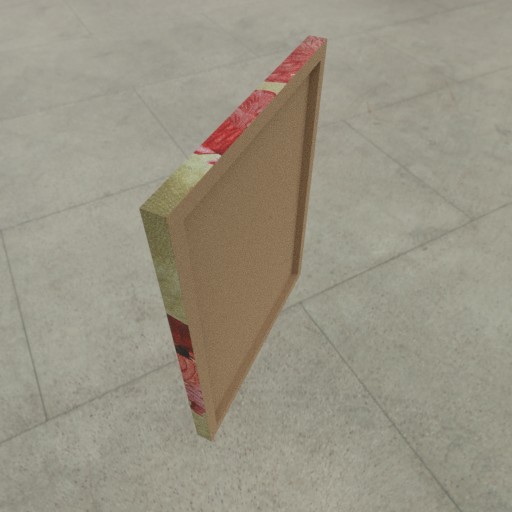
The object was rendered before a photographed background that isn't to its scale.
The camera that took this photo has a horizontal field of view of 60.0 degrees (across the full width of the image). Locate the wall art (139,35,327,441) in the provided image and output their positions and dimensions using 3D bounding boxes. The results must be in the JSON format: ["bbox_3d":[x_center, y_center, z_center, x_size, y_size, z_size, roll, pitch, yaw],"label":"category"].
[{"bbox_3d":[0.000,0.000,0.683,0.028,0.508,0.406,19,50,17],"label":"wall art"}]
